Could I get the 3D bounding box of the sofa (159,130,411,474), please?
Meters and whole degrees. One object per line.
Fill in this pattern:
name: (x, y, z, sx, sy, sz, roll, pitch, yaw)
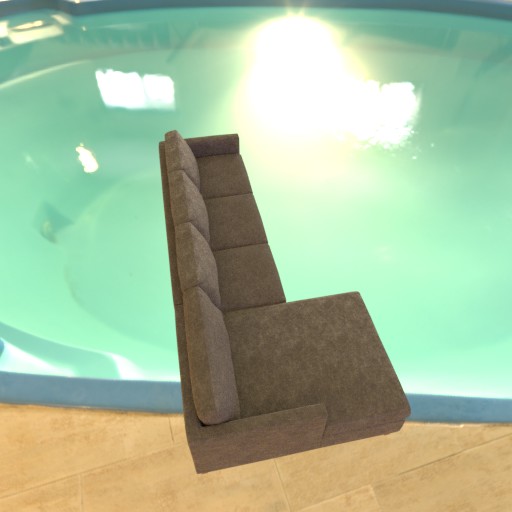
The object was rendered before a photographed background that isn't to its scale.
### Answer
sofa: (0.000, 0.000, 4.214, 1.606, 0.954, 3.471, -8, 48, -8)
